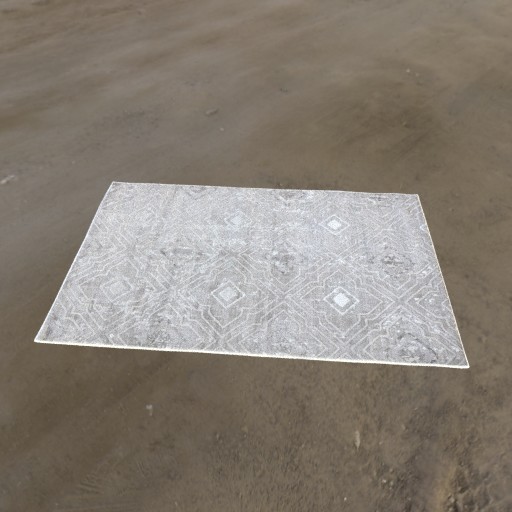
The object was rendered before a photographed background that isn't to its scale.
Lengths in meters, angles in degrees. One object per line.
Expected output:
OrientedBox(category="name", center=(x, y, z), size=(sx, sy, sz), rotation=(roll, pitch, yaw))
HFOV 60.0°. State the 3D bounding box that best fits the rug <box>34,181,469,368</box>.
OrientedBox(category="rug", center=(0.000, 0.000, 3.014), size=(2.447, 0.036, 1.537), rotation=(3, 46, 3))
